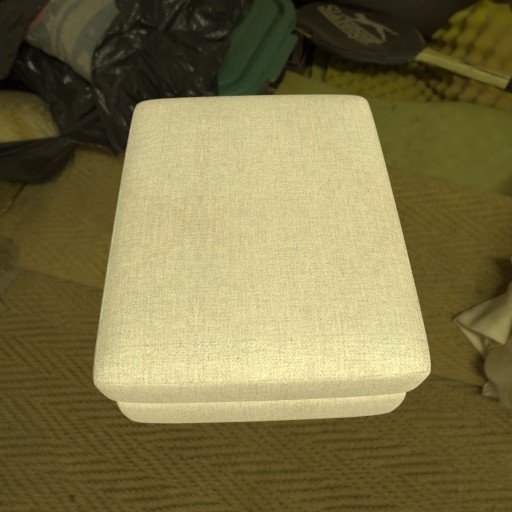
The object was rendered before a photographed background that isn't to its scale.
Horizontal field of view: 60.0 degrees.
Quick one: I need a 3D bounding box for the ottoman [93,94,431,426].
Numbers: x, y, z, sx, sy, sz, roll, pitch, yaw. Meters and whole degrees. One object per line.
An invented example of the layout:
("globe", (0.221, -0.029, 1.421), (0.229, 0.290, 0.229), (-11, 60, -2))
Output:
("ottoman", (0.000, 0.000, 1.197), (0.671, 0.490, 0.820), (-2, 59, -1))
